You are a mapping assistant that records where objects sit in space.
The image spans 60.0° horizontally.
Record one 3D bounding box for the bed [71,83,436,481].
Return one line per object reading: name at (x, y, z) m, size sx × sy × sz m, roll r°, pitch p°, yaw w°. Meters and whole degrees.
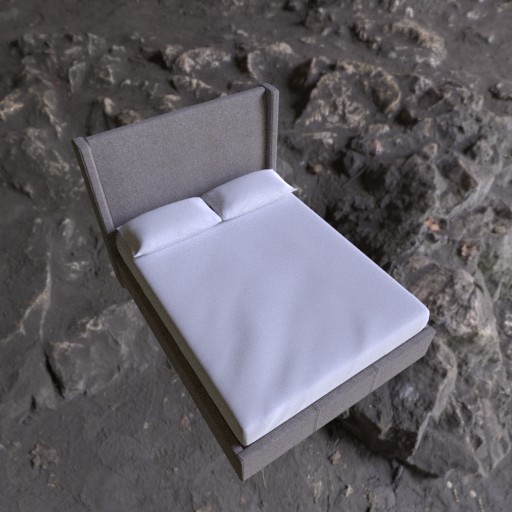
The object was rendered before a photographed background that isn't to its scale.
bed at (0.000, 0.000, 3.362) m, size 1.714 × 1.476 × 2.245 m, roll -25°, pitch 50°, yaw -23°
